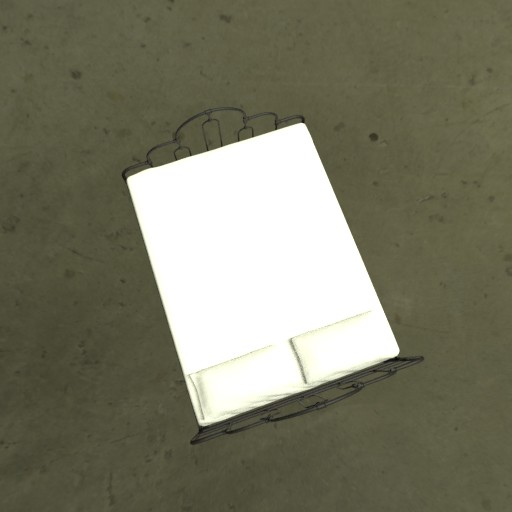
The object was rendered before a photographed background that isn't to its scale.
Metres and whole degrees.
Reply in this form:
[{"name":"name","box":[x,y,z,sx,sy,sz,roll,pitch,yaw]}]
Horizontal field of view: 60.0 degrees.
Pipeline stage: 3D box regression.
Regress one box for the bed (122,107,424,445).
[{"name":"bed","box":[0.000,0.000,3.294,1.640,1.429,2.163,-19,76,-5]}]
